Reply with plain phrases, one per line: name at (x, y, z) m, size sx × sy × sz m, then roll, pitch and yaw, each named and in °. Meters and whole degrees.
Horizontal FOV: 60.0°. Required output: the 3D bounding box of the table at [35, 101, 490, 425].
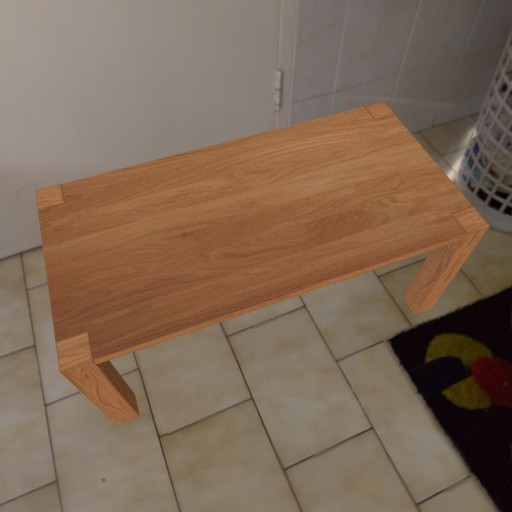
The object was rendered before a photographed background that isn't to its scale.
table at (0.000, 0.000, 2.263) m, size 1.800 × 0.760 × 0.900 m, roll -17°, pitch 58°, yaw -11°
